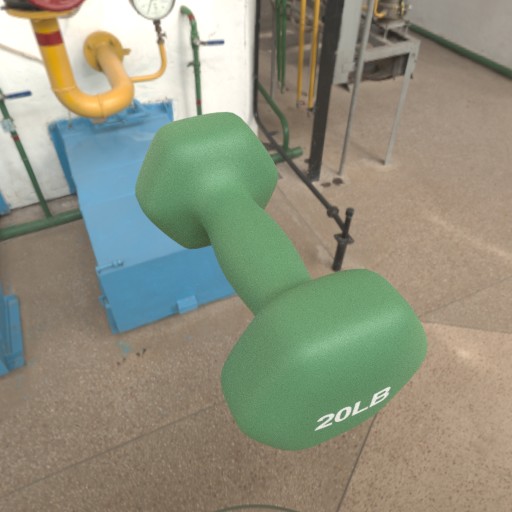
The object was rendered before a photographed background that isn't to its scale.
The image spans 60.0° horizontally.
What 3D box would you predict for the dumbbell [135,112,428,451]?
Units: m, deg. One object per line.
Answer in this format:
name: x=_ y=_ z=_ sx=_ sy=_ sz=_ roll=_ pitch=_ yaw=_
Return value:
dumbbell: x=0.000 y=0.000 z=0.321 sx=0.126 sy=0.114 sz=0.257 roll=-18 pitch=48 yaw=-17
